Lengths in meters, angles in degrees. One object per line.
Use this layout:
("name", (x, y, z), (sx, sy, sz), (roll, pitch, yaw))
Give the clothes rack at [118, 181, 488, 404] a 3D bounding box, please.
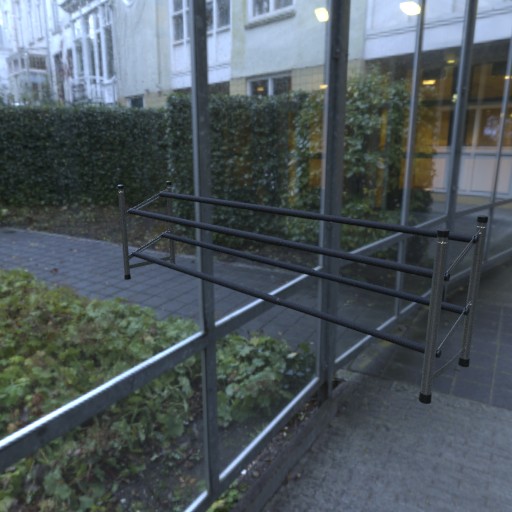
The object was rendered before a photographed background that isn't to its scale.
("clothes rack", (0.000, 0.000, 1.298), (1.168, 0.349, 0.229), (14, 20, 43))
